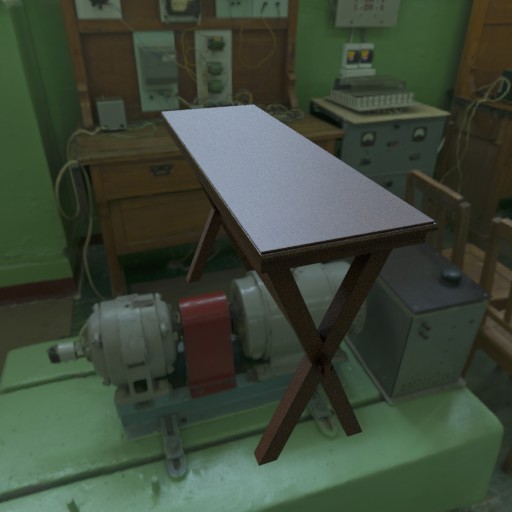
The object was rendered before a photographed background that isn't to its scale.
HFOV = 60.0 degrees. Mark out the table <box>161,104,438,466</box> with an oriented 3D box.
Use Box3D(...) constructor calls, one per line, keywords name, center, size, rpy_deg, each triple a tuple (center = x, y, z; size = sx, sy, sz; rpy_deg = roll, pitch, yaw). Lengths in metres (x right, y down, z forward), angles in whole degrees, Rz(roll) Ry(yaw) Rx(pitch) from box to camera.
Box3D(name="table", center=(0.000, 0.000, 1.558), size=(0.399, 0.763, 1.197), rpy_deg=(-10, 32, -16))
